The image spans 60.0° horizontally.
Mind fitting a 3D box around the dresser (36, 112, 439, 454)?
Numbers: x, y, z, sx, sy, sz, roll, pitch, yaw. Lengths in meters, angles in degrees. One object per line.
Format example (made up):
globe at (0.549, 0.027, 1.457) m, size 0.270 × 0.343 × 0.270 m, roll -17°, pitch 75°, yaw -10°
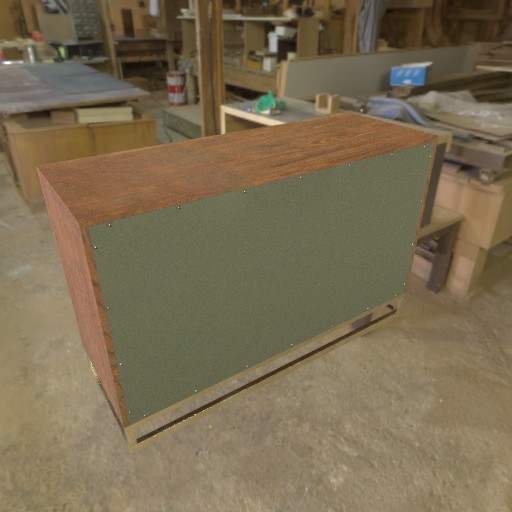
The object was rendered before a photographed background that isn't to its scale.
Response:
dresser at (0.000, 0.000, 2.156) m, size 1.646 × 1.061 × 0.623 m, roll -19°, pitch 35°, yaw -29°
